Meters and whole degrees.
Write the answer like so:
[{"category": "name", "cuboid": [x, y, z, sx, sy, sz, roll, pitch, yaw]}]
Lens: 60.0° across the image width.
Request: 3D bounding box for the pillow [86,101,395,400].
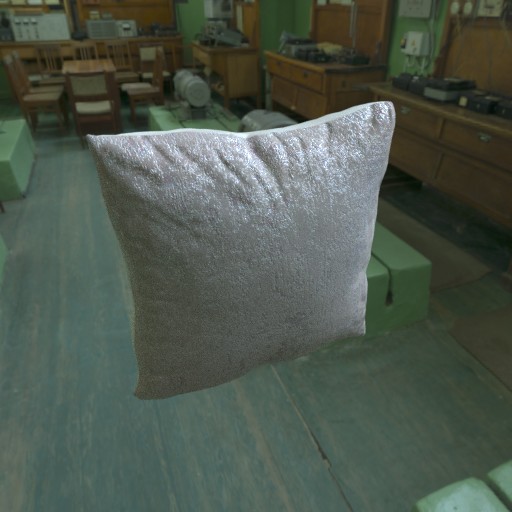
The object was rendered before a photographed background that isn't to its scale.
[{"category": "pillow", "cuboid": [0.000, 0.000, 0.711, 0.450, 0.448, 0.245, -11, 33, -18]}]
